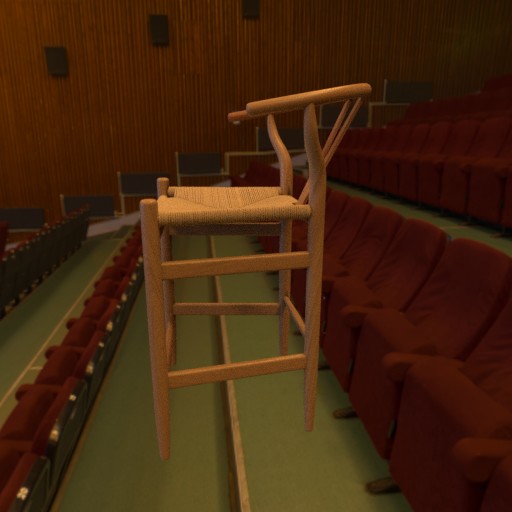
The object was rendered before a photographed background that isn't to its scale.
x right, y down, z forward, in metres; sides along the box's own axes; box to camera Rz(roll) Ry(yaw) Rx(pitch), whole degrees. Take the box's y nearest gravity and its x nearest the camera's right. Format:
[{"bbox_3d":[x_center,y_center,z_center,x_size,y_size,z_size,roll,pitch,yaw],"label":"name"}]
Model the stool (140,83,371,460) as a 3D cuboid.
[{"bbox_3d":[0.000,0.000,1.279,0.575,0.923,0.536,-2,16,-8],"label":"stool"}]
